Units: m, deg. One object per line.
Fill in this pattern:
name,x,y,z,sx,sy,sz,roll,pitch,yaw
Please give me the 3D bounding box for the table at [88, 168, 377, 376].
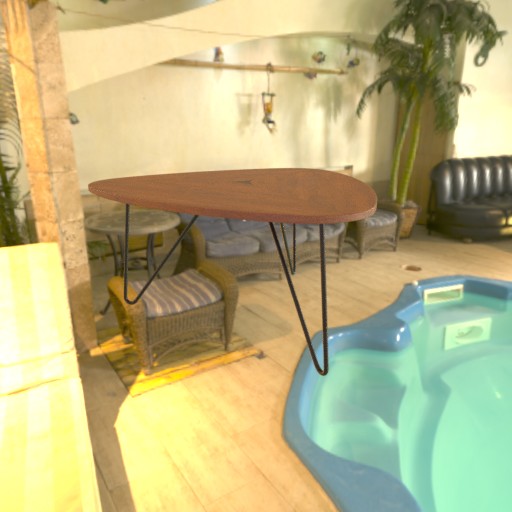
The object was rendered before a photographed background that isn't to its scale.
table,0.000,0.000,1.312,0.833,0.413,0.821,-9,20,-26
